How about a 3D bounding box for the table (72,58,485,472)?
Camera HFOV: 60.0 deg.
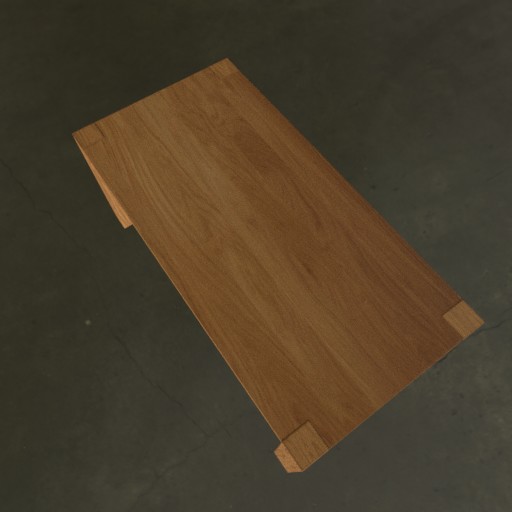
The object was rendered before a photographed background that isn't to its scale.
[{"bbox_3d":[0.000,0.000,2.267,0.900,0.760,1.800,-33,68,-15],"label":"table"}]
